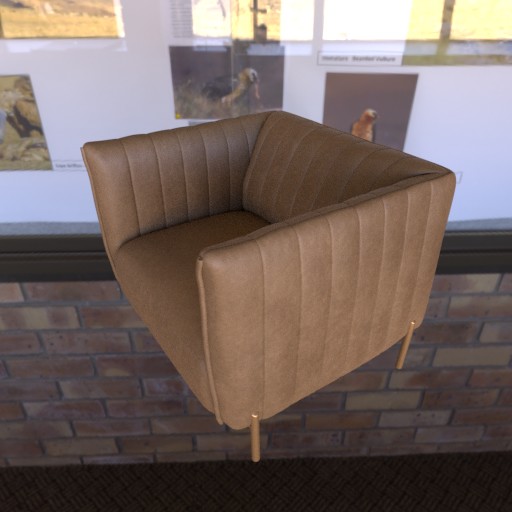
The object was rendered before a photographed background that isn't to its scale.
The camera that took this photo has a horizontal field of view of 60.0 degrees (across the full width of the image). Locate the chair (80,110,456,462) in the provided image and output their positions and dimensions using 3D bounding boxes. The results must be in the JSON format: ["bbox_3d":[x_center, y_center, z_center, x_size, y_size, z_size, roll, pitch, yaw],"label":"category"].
[{"bbox_3d":[0.000,0.000,1.621,0.876,0.779,0.981,-20,37,-28],"label":"chair"}]
